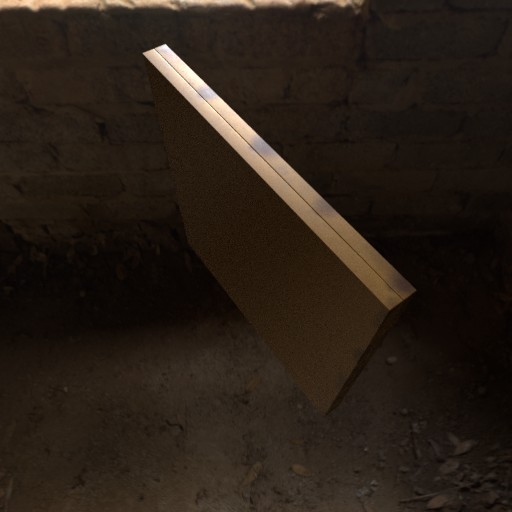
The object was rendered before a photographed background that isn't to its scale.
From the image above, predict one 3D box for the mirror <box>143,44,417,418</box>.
[{"bbox_3d":[0.000,0.000,0.765,0.042,0.507,0.509,-32,64,-18],"label":"mirror"}]
